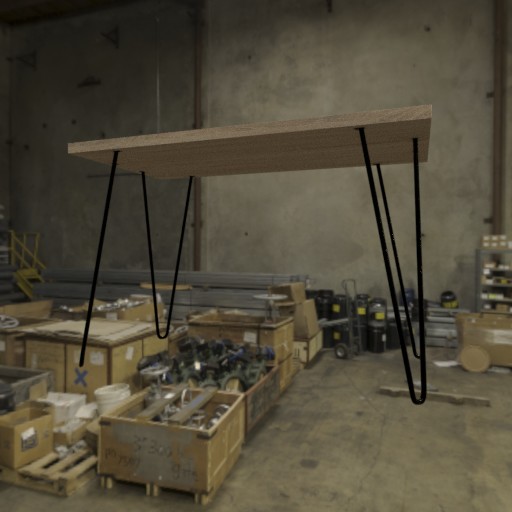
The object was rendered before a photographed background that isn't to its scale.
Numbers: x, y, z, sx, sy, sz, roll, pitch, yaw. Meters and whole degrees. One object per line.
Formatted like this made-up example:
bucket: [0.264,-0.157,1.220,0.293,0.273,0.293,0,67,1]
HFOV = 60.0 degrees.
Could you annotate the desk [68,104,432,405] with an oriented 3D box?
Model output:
desk: [0.000,0.000,1.364,0.991,0.660,0.499,0,1,20]
